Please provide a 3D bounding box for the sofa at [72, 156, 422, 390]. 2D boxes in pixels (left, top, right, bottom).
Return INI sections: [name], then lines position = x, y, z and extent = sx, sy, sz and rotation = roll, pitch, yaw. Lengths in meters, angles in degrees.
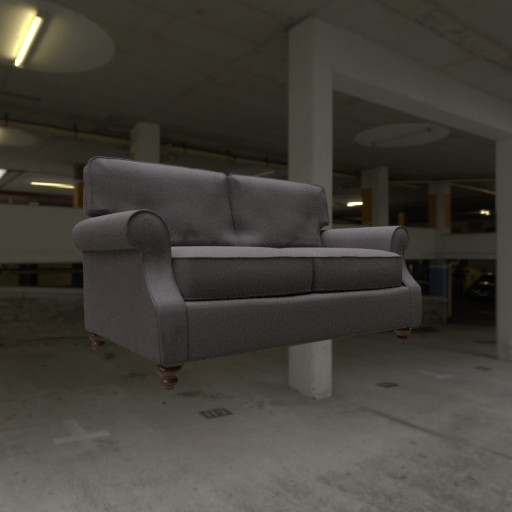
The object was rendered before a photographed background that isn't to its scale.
[sofa]
position = 0.000, 0.000, 2.286
extent = 1.665, 0.937, 0.964
rotation = 0, 0, -37
